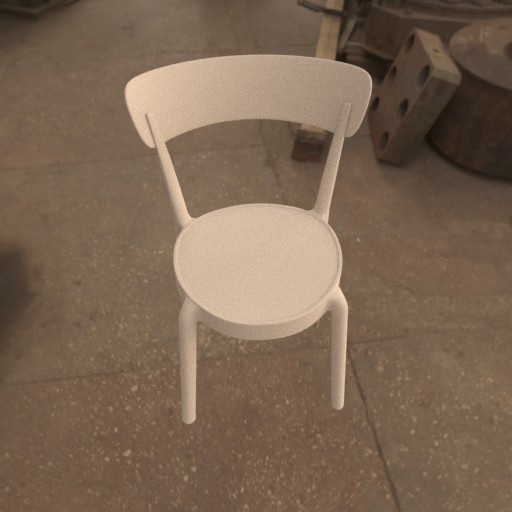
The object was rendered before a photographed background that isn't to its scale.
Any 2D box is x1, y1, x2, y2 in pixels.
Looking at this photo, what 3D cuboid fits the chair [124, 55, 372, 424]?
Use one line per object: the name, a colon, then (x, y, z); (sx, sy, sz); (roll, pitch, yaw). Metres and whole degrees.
chair: (0.000, 0.000, 1.101); (0.506, 0.790, 0.491); (-4, 48, -4)
